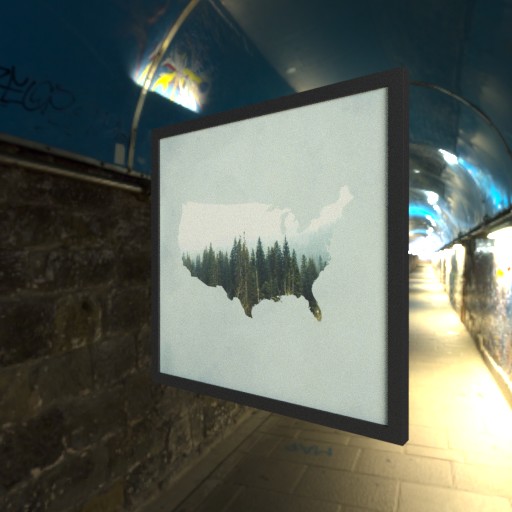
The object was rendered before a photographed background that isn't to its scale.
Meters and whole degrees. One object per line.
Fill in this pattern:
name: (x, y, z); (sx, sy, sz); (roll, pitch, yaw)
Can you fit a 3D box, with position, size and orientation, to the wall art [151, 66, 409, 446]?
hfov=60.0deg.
wall art: (0.000, 0.000, 1.131); (0.763, 0.763, 0.038); (0, 0, 37)
